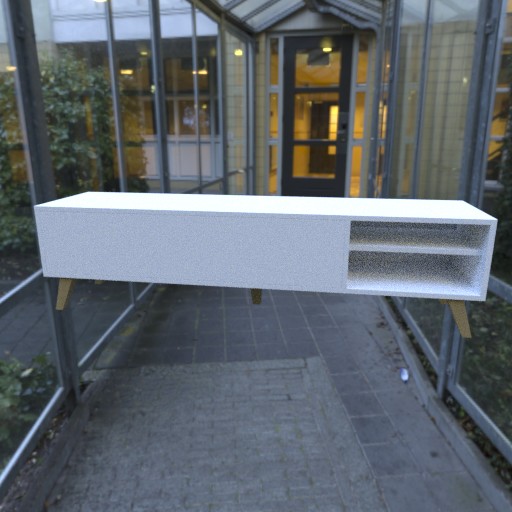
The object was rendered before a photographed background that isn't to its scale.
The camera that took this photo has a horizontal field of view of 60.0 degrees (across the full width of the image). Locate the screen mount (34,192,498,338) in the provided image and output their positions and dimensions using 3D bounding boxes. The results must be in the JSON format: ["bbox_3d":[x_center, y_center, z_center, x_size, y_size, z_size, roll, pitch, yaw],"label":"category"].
[{"bbox_3d":[0.000,0.000,1.805,1.644,0.432,0.399,3,16,9],"label":"screen mount"}]
